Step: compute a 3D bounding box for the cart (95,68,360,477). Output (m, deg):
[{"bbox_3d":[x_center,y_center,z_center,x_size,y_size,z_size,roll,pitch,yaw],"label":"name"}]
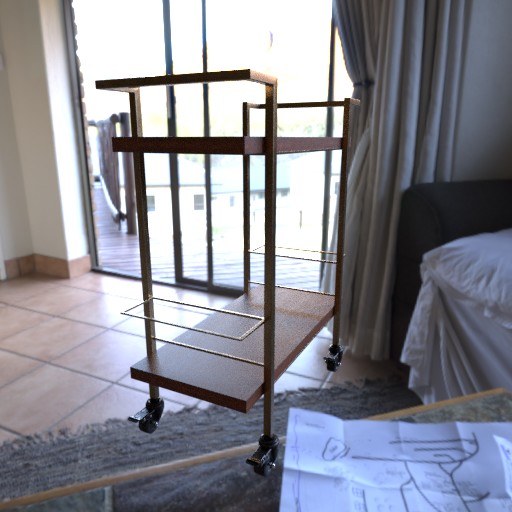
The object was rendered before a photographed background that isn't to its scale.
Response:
[{"bbox_3d":[0.000,0.000,1.160,0.364,0.807,0.695,7,17,26],"label":"cart"}]
